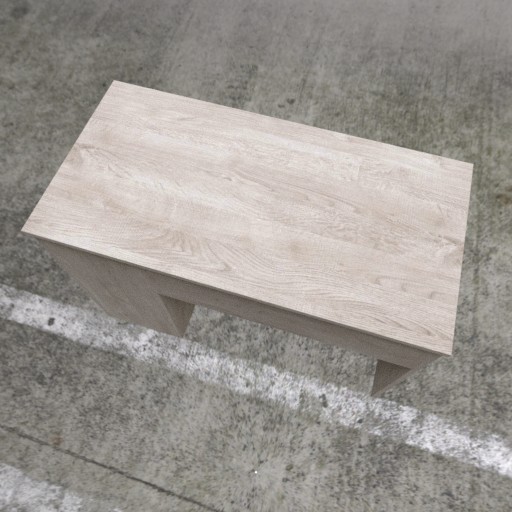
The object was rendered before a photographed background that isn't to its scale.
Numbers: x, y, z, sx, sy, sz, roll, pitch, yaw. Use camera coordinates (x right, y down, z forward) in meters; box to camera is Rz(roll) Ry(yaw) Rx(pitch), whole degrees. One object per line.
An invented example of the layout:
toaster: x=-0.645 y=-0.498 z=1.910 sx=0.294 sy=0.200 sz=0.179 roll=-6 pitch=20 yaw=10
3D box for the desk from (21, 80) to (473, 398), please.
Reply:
desk: x=0.000 y=0.000 z=1.519 sx=1.097 sy=0.735 sz=0.560 roll=15 pitch=65 yaw=7
